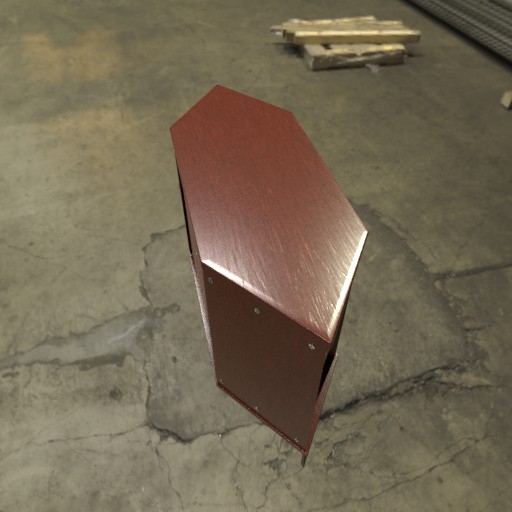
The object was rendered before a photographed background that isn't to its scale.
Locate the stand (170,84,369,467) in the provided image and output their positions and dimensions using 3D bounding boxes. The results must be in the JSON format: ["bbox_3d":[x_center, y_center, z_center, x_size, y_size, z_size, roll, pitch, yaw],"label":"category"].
[{"bbox_3d":[0.000,0.000,1.363,0.381,0.614,1.072,-10,46,-10],"label":"stand"}]
